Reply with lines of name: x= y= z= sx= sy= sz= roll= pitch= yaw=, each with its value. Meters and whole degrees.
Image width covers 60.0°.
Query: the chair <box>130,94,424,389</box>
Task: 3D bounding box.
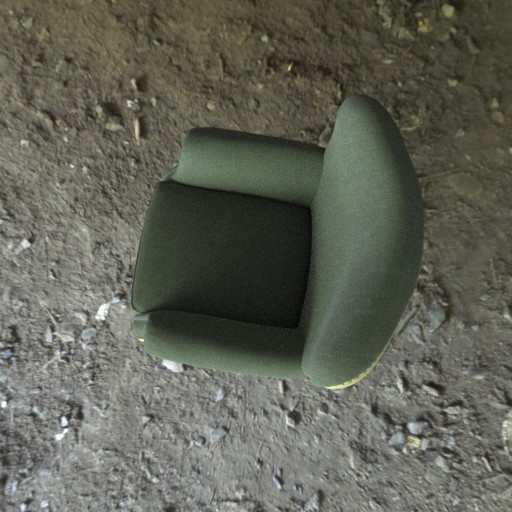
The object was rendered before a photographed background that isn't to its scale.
chair: x=0.000 y=0.000 z=1.636 sx=0.921 sy=0.936 sz=0.861 roll=8 pitch=75 yaw=2
